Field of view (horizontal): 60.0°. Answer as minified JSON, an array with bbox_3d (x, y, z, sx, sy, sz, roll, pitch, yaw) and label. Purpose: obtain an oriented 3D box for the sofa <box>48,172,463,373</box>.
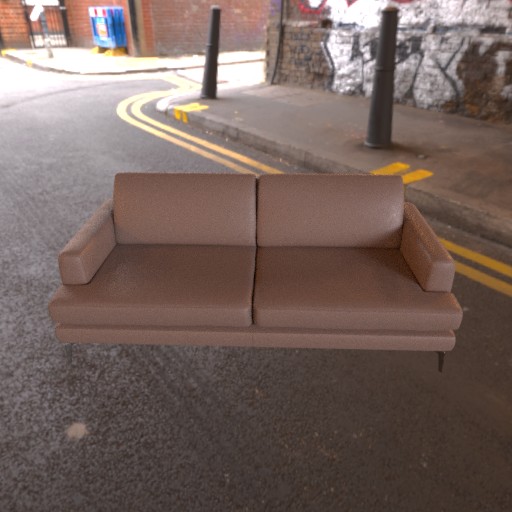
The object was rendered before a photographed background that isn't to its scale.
[{"bbox_3d":[0.000,0.000,2.446,1.940,0.765,0.974,1,29,2],"label":"sofa"}]
